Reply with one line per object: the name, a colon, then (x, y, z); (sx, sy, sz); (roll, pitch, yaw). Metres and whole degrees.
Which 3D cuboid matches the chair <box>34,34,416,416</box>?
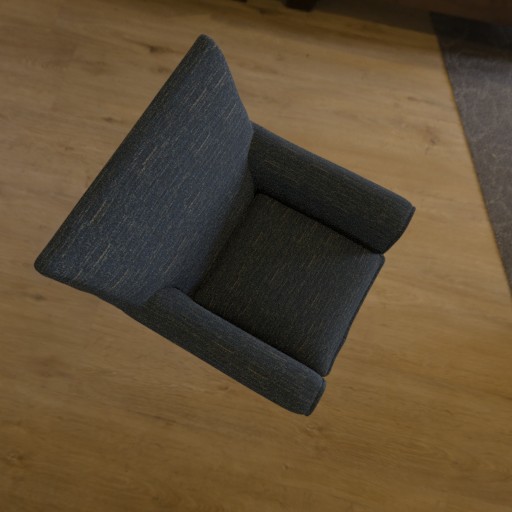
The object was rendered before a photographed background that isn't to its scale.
chair: (0.000, 0.000, 1.640); (0.873, 0.928, 0.864); (29, 76, 8)
